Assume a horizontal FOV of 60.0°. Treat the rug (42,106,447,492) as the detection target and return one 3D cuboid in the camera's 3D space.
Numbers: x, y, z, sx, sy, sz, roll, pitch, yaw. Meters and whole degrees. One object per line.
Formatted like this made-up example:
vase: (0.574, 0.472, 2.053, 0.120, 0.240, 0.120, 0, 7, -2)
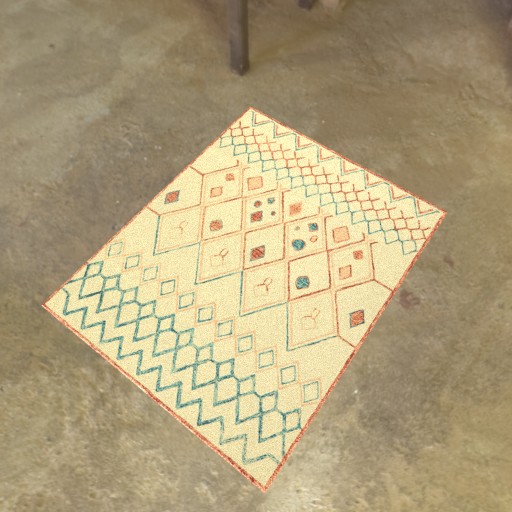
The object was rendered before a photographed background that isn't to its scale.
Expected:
rug: (0.000, 0.000, 4.137, 2.441, 0.016, 3.050, 33, 66, 17)
